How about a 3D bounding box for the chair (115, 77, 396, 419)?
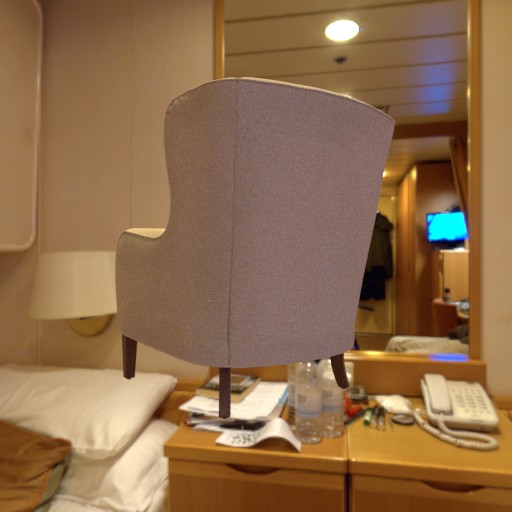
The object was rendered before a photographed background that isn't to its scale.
[{"bbox_3d":[0.000,0.000,1.755,0.838,1.040,0.966,0,0,-36],"label":"chair"}]
